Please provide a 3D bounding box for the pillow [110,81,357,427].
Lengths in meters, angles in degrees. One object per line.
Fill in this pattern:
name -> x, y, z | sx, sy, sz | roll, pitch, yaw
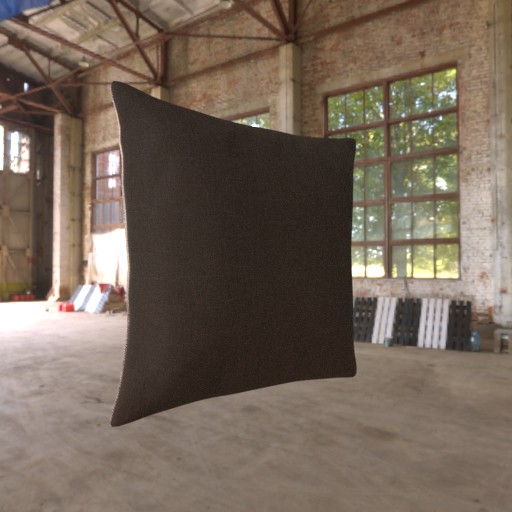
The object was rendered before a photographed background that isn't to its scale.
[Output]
pillow -> 0.000, 0.000, 0.795 | 0.523, 0.506, 0.166 | 1, -2, -35
